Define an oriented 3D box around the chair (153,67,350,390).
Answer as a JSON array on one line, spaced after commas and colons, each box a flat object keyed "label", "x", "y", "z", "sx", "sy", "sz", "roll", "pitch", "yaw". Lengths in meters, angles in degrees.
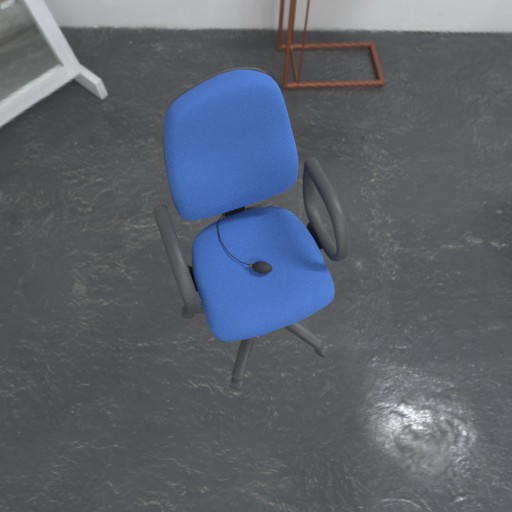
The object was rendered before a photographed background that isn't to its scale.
[{"label": "chair", "x": 0.000, "y": 0.000, "z": 1.276, "sx": 0.552, "sy": 0.905, "sz": 0.549, "roll": -19, "pitch": 66, "yaw": -9}]
